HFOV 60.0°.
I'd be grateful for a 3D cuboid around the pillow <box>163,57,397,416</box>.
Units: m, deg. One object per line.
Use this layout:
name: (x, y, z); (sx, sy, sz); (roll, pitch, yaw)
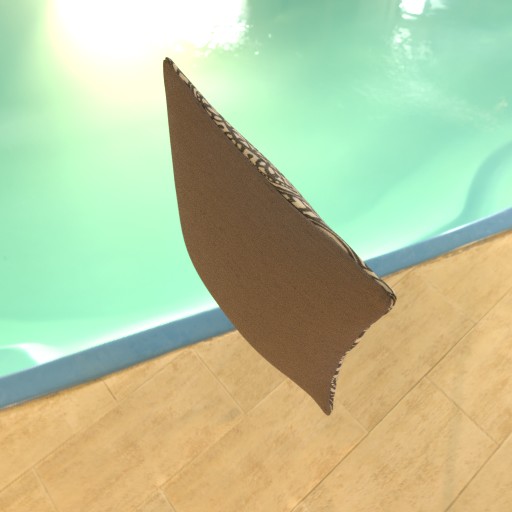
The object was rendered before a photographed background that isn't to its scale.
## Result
pillow: (0.000, 0.000, 0.655); (0.148, 0.417, 0.436); (-30, 62, -18)
